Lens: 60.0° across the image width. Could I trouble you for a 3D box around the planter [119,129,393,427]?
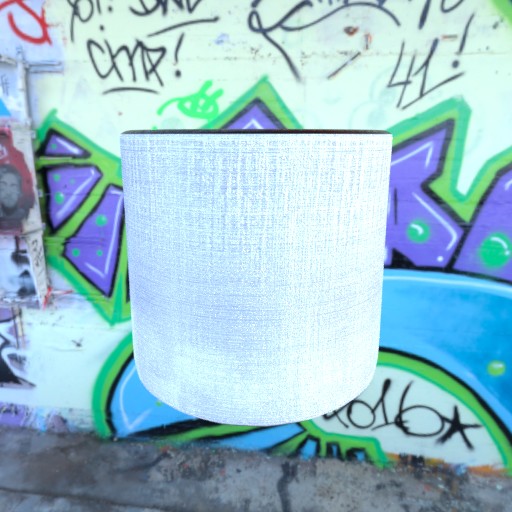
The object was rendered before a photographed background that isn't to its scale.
[{"bbox_3d":[0.000,0.000,0.286,0.160,0.156,0.160,0,15,0],"label":"planter"}]
